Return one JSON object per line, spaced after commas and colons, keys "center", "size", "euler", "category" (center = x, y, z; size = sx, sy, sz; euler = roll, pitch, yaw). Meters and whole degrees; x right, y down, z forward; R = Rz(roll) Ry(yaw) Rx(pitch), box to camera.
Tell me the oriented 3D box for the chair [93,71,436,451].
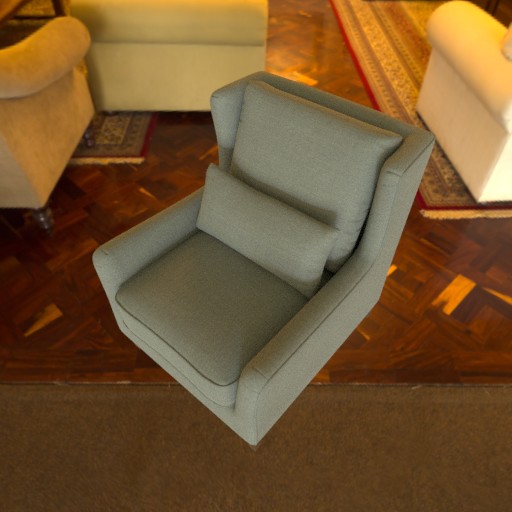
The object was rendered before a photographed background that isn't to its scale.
{"center": [0.000, 0.000, 1.821], "size": [0.866, 1.056, 1.040], "euler": [32, 54, 27], "category": "chair"}
